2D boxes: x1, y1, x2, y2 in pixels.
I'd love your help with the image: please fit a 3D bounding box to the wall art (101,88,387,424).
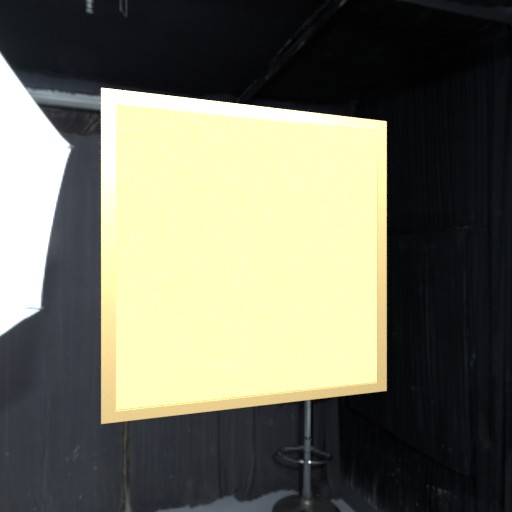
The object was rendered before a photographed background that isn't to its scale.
[{"bbox_3d":[0.000,0.000,1.948,1.284,1.284,0.095,0,0,-19],"label":"wall art"}]
